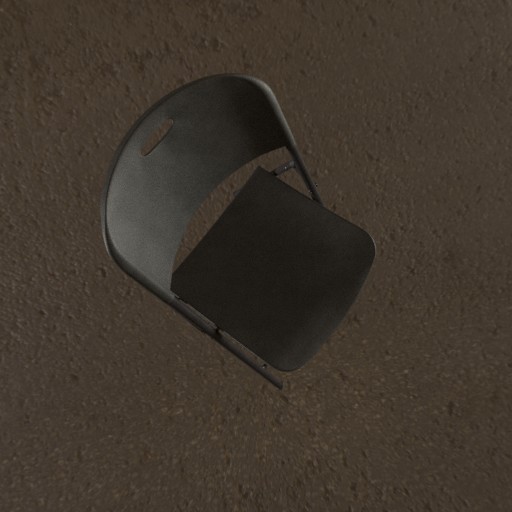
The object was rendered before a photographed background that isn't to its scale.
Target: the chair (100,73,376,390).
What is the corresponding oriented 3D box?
[{"bbox_3d":[0.000,0.000,1.190,0.566,0.810,0.494,36,78,9],"label":"chair"}]
